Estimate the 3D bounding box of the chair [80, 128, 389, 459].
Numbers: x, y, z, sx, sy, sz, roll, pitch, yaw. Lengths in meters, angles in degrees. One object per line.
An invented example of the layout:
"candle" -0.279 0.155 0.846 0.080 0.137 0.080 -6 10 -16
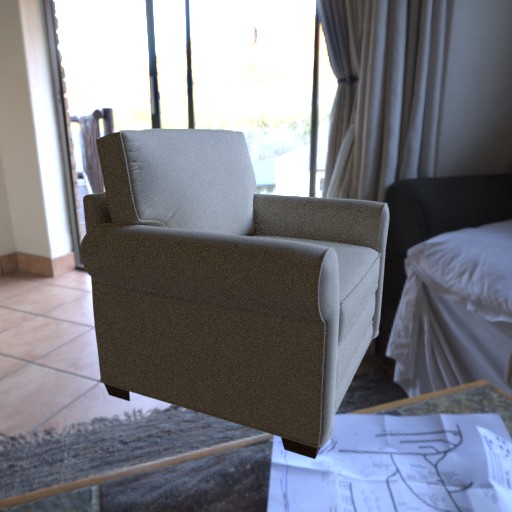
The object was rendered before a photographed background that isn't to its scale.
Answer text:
"chair" 0.000 0.000 1.728 0.863 0.955 1.040 7 17 24
